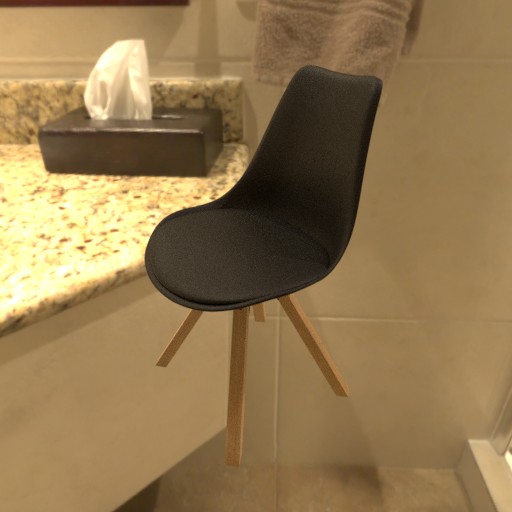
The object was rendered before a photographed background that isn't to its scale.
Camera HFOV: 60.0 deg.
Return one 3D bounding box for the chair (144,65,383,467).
[{"bbox_3d":[0.000,0.000,1.143,0.549,0.850,0.485,-20,36,-30],"label":"chair"}]
